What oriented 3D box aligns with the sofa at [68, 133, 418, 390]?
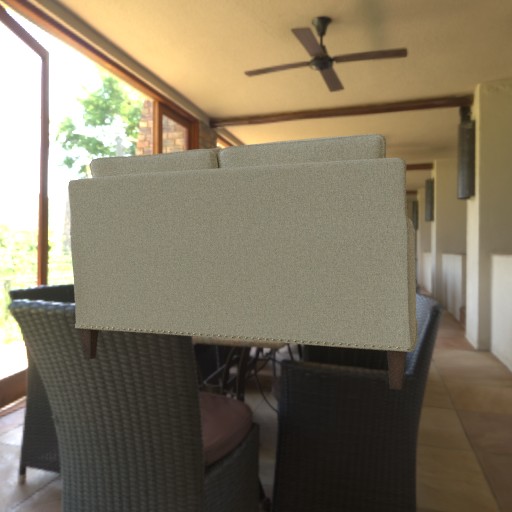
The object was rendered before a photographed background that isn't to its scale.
[{"bbox_3d":[0.000,0.000,2.322,1.597,1.003,1.084,0,1,19],"label":"sofa"}]
